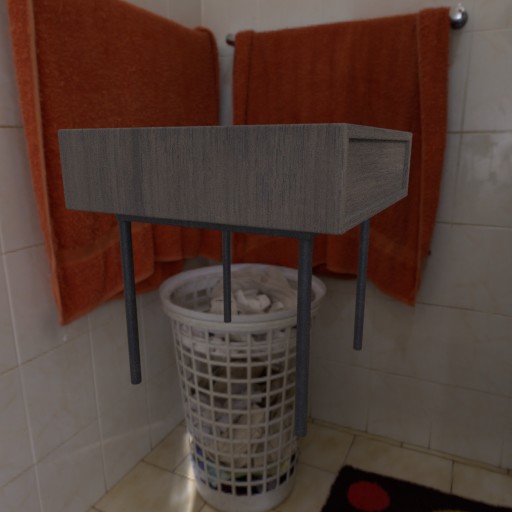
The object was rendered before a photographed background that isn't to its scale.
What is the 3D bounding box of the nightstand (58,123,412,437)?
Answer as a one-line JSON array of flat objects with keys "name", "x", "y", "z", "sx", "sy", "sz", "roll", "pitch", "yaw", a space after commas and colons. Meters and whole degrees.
[{"name": "nightstand", "x": 0.000, "y": 0.000, "z": 0.916, "sx": 0.503, "sy": 0.497, "sz": 0.502, "roll": 7, "pitch": 16, "yaw": 27}]
